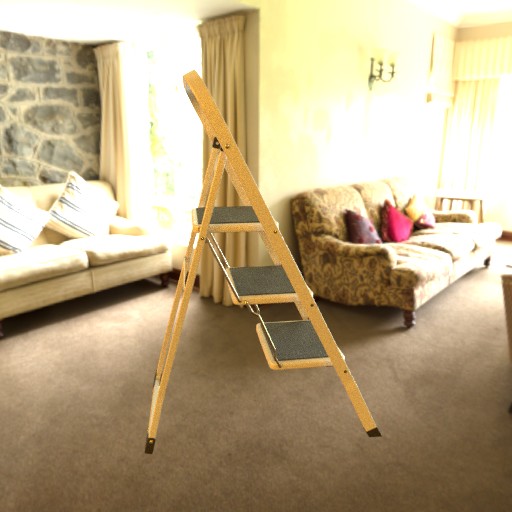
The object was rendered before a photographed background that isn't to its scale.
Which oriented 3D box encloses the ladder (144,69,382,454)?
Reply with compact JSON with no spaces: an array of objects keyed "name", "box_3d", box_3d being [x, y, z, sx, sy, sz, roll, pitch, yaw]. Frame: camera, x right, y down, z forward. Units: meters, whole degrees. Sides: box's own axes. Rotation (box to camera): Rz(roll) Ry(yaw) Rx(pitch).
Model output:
[{"name":"ladder","box_3d":[0.000,0.000,1.384,0.711,1.050,0.460,-2,15,-8]}]
